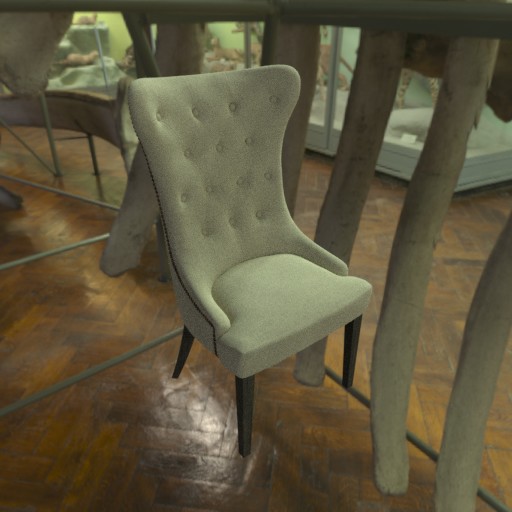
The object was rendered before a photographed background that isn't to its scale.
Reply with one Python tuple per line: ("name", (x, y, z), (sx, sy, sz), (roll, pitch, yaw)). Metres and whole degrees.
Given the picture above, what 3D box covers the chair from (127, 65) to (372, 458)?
("chair", (0.000, 0.000, 1.423), (0.584, 1.065, 0.590), (-21, 36, -31))
